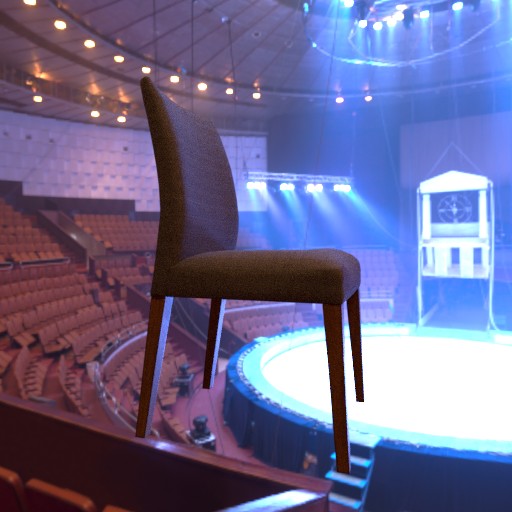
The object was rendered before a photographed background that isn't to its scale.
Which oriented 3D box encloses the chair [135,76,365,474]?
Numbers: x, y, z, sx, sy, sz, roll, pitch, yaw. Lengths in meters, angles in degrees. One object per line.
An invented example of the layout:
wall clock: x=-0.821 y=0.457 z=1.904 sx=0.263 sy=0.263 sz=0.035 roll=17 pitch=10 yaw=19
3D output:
chair: x=0.000 y=0.000 z=1.282 sx=0.585 sy=0.940 sz=0.496 roll=0 pitch=1 yaw=18
